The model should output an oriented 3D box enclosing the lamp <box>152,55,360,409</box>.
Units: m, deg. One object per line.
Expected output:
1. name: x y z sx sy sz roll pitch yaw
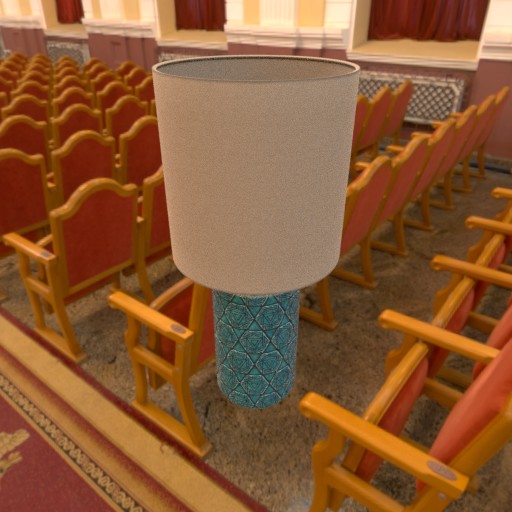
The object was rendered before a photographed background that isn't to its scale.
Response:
1. lamp: 0.000 0.000 0.751 0.278 0.597 0.278 22 36 33
